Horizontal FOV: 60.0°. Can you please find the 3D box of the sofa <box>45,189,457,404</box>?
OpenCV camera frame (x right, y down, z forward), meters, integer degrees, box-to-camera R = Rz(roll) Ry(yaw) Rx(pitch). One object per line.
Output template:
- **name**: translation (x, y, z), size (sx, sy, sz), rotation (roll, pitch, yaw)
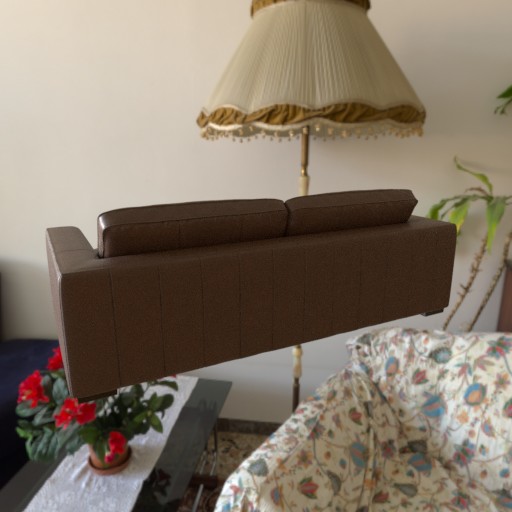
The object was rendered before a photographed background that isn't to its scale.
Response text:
- **sofa**: translation (0.000, 0.000, 2.683), size (2.262, 0.801, 1.070), rotation (-8, 17, -27)
